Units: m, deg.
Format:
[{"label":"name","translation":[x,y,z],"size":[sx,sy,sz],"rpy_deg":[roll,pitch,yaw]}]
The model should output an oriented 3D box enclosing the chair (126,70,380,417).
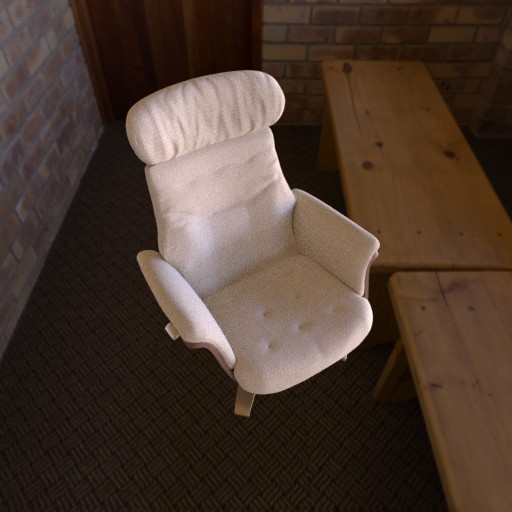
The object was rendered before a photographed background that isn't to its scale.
[{"label":"chair","translation":[0.000,0.000,1.570],"size":[0.785,0.995,0.837],"rpy_deg":[-24,51,-21]}]
